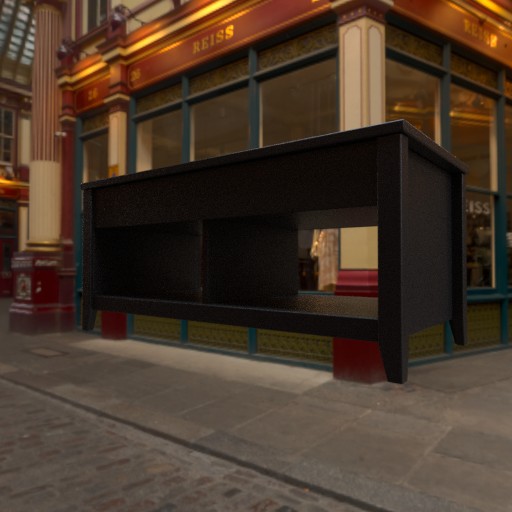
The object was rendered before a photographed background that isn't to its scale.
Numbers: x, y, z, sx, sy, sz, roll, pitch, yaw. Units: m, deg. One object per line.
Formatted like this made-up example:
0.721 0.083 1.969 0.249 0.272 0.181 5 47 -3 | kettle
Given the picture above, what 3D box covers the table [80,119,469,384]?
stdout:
0.000 0.000 1.260 1.016 0.457 0.483 -1 -1 38 | table
